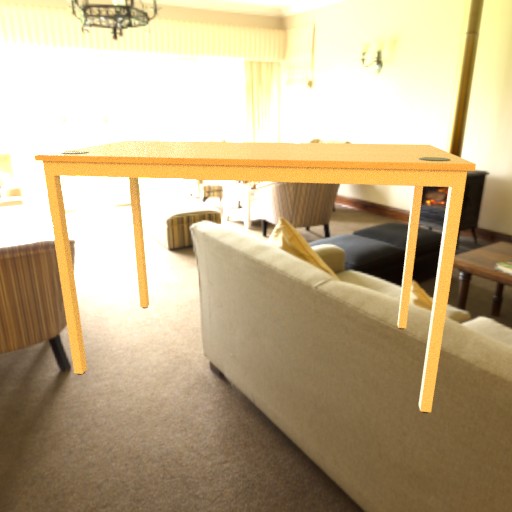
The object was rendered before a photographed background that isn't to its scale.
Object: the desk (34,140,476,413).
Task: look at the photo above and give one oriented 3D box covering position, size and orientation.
[{"bbox_3d":[0.000,0.000,1.581,1.200,0.750,0.600,3,19,10],"label":"desk"}]
